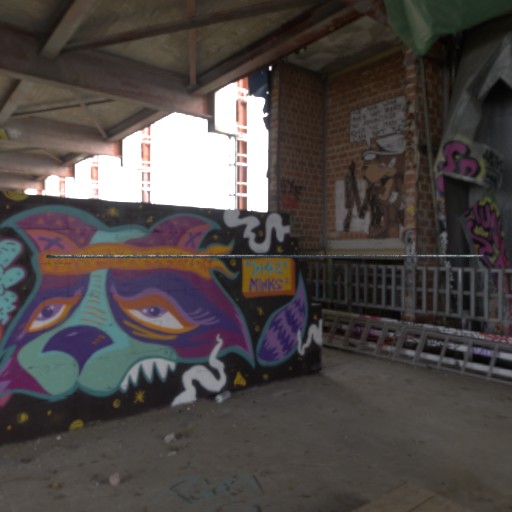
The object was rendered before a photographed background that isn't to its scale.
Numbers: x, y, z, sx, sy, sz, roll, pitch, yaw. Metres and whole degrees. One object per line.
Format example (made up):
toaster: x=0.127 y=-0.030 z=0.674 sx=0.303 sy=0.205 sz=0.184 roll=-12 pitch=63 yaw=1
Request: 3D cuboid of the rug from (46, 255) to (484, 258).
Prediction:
rug: x=0.000 y=0.000 z=3.044 sx=2.449 sy=0.015 sz=1.530 roll=0 pitch=0 yaw=-18
